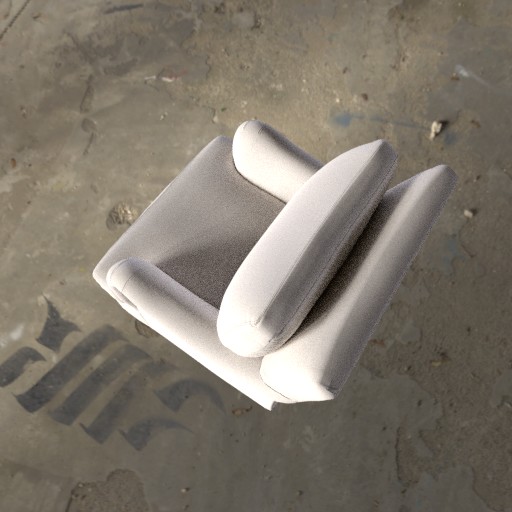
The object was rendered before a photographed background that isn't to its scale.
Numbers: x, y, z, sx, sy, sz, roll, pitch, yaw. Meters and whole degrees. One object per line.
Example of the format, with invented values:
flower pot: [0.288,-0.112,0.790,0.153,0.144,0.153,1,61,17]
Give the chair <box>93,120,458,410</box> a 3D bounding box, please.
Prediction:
chair: [0.000,0.000,1.849,1.070,1.038,0.955,31,67,15]
